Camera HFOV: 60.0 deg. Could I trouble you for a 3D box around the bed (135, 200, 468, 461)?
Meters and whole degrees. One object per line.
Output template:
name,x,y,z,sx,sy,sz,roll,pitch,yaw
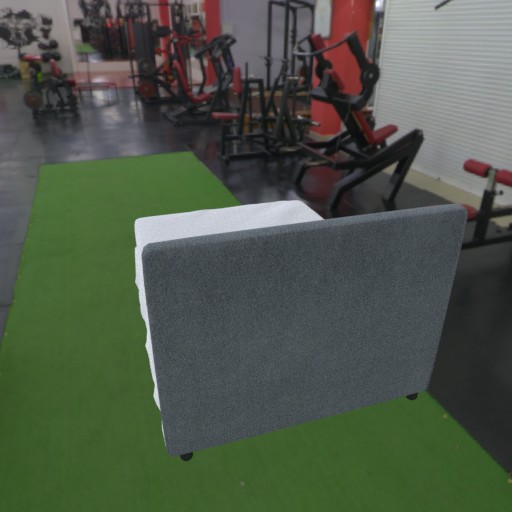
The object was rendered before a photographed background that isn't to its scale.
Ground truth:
bed,0.000,0.000,3.228,1.713,1.330,2.142,-8,28,-16
